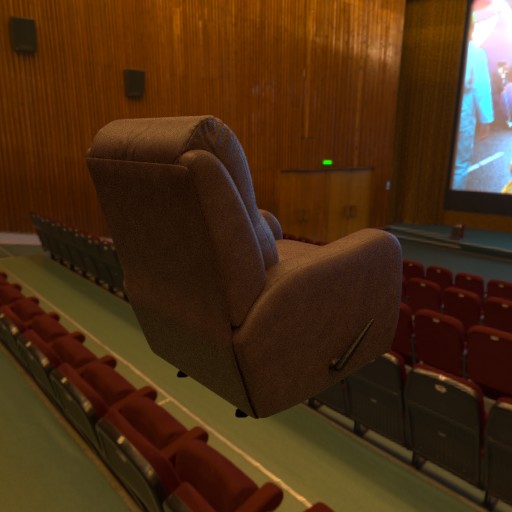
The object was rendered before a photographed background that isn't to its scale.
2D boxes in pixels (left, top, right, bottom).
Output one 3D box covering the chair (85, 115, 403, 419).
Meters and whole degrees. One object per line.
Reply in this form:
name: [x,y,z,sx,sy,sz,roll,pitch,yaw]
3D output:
chair: [0.000,0.000,1.814,1.067,1.067,0.865,-14,20,-41]
